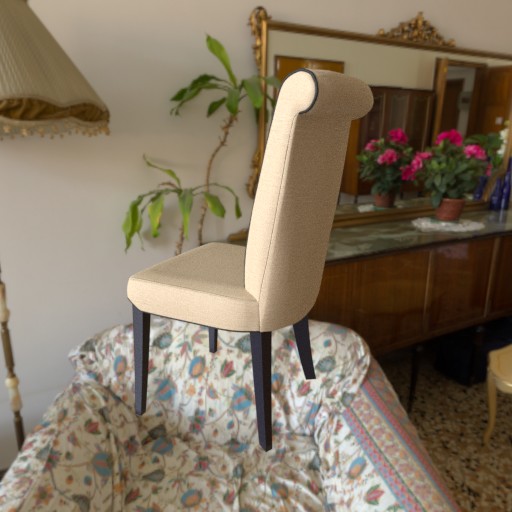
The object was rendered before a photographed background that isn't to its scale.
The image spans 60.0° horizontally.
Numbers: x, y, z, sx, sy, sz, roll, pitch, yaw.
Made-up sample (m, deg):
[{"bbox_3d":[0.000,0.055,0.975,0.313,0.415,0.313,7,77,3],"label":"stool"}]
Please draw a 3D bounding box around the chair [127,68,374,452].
[{"bbox_3d":[0.000,0.000,1.366,0.623,0.997,0.522,7,17,24],"label":"chair"}]
